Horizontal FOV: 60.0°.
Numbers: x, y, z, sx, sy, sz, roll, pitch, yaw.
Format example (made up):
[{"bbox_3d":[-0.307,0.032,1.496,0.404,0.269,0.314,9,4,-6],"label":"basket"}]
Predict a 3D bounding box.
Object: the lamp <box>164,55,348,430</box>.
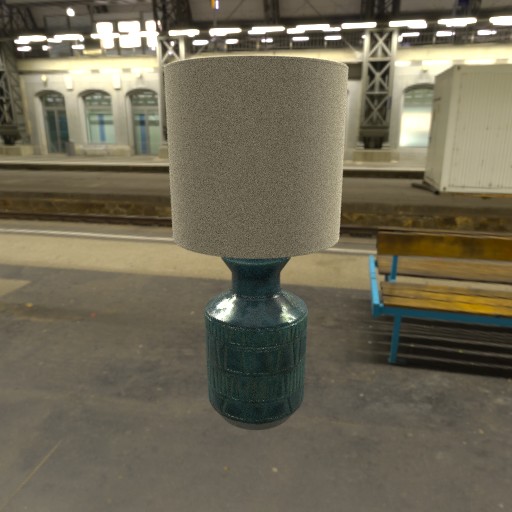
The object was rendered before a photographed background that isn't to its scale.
[{"bbox_3d":[0.000,0.000,0.581,0.211,0.455,0.211,-3,17,-9],"label":"lamp"}]
